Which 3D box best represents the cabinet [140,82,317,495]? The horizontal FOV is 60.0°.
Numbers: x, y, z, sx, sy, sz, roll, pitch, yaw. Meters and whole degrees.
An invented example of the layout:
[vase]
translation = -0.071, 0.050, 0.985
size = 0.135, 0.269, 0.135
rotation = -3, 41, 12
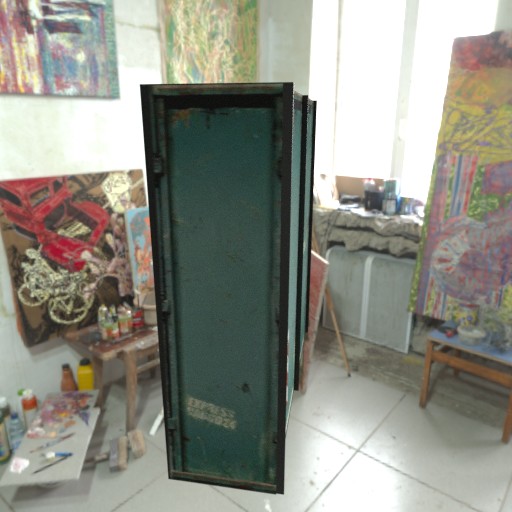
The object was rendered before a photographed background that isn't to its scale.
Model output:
[cabinet]
translation = 0.000, 0.000, 3.154
size = 0.680, 2.160, 2.000
rotation = 3, 18, 10
